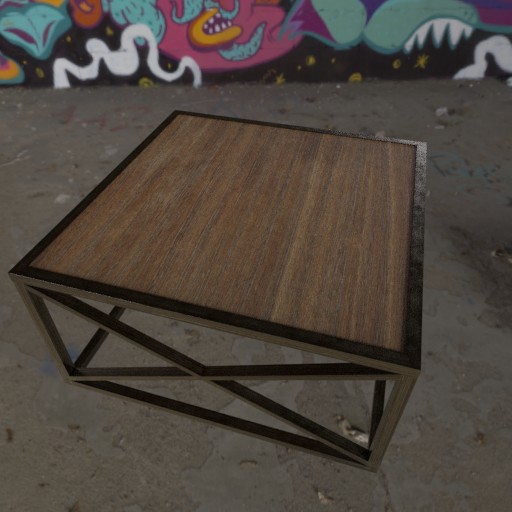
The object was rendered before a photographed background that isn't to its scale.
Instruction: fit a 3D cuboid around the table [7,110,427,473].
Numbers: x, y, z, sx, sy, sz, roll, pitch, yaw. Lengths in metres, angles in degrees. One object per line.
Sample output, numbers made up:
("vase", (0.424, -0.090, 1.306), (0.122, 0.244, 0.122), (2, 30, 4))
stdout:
("table", (0.000, 0.000, 1.378), (0.899, 0.451, 0.909), (11, 43, 12))
